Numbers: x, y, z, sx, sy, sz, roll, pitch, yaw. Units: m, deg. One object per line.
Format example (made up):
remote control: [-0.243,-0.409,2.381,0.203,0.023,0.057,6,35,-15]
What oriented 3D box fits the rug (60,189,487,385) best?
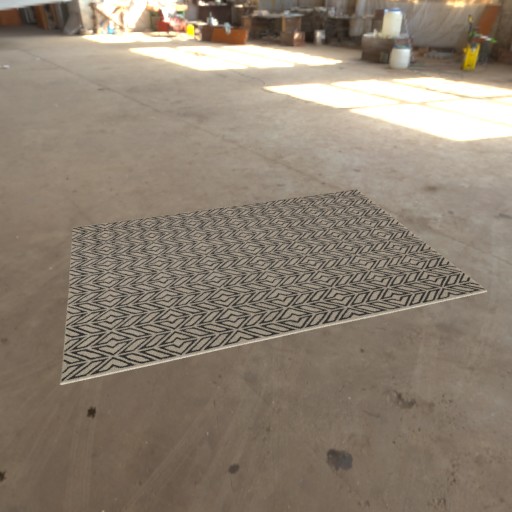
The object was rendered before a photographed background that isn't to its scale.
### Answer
rug: [0.000,0.000,2.281,1.828,0.007,1.220,-9,33,-15]
